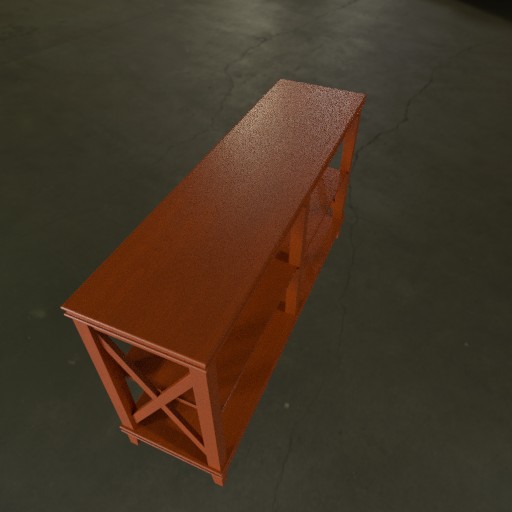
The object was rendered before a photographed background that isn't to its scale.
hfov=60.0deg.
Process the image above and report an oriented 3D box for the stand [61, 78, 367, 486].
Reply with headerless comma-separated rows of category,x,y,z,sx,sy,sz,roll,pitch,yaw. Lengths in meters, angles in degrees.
stand,0.000,0.000,1.679,0.381,0.762,1.372,17,47,17
